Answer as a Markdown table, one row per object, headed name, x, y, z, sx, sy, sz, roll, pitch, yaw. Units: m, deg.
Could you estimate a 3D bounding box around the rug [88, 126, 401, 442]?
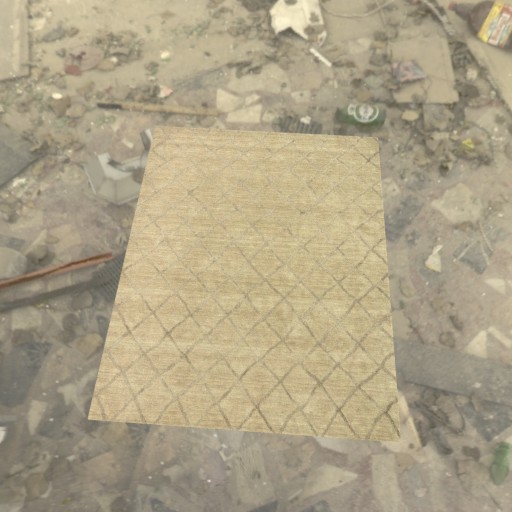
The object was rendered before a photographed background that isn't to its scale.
| name | x | y | z | sx | sy | sz | roll | pitch | yaw |
| --- | --- | --- | --- | --- | --- | --- | --- | --- | --- |
| rug | 0.000 | 0.000 | 4.111 | 2.420 | 0.019 | 3.038 | 3 | 63 | 2 |
